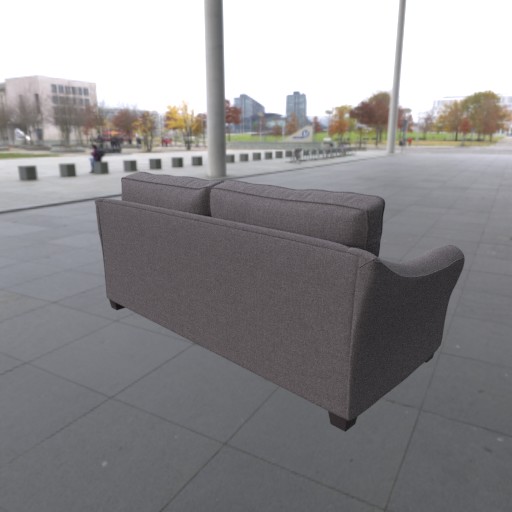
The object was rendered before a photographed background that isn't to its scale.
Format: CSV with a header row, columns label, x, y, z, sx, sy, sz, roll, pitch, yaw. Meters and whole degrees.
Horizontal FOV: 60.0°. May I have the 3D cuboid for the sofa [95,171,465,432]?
label,x,y,z,sx,sy,sz,roll,pitch,yaw
sofa,0.000,0.000,2.758,2.203,0.976,1.013,14,21,43
